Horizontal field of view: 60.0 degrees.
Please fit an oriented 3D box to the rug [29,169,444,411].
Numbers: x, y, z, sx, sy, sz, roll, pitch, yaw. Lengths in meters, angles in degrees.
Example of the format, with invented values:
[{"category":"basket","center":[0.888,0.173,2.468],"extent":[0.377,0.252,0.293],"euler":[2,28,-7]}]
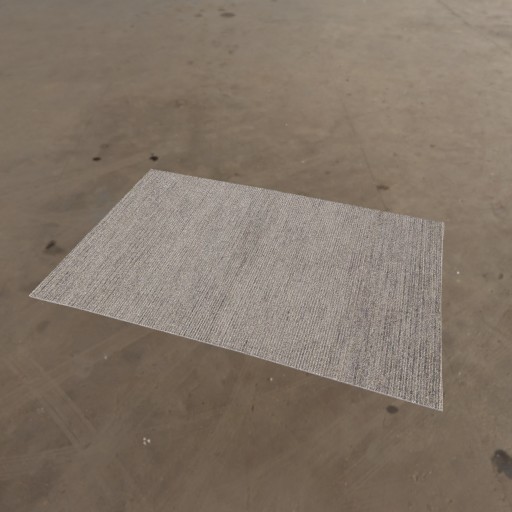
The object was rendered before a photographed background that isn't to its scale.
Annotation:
[{"category":"rug","center":[0.000,0.000,2.218],"extent":[1.804,0.022,1.162],"euler":[13,44,13]}]
